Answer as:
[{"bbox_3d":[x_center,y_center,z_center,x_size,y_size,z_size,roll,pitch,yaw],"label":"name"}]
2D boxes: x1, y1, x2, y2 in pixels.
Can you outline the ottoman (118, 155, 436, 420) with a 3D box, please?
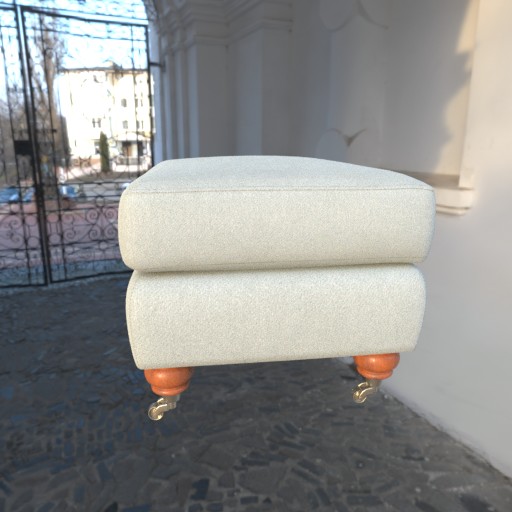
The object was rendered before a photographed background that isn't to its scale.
[{"bbox_3d":[0.000,0.000,1.143,0.569,0.499,0.773,-2,15,-8],"label":"ottoman"}]
